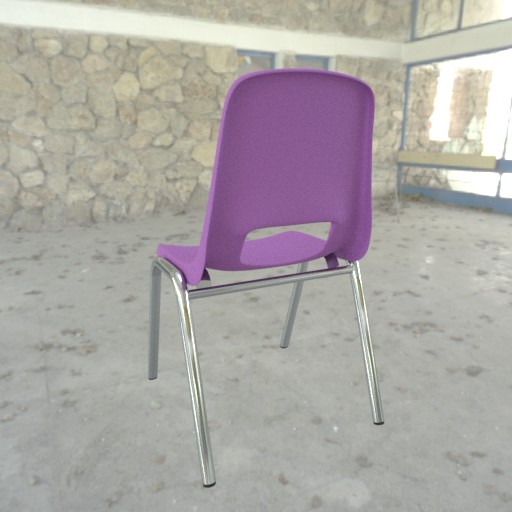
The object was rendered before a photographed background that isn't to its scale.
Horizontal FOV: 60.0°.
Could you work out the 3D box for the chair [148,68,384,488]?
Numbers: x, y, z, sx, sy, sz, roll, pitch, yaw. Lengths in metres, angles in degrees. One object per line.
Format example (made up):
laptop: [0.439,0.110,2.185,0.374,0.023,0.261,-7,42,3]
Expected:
chair: [0.000,0.000,0.673,0.291,0.493,0.301,-7,17,-26]
